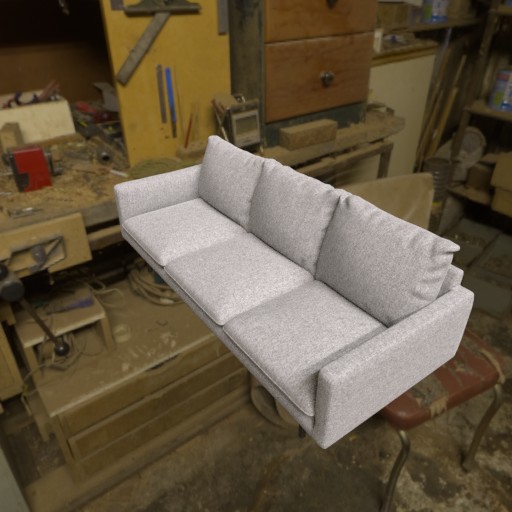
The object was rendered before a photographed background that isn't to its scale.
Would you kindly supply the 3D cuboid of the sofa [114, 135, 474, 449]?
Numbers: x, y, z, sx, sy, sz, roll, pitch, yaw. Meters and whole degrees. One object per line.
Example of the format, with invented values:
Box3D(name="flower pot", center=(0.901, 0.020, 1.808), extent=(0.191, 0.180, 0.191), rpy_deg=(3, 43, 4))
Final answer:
Box3D(name="sofa", center=(0.000, 0.000, 2.421), extent=(0.850, 0.830, 2.000), rpy_deg=(-21, 38, -30))
